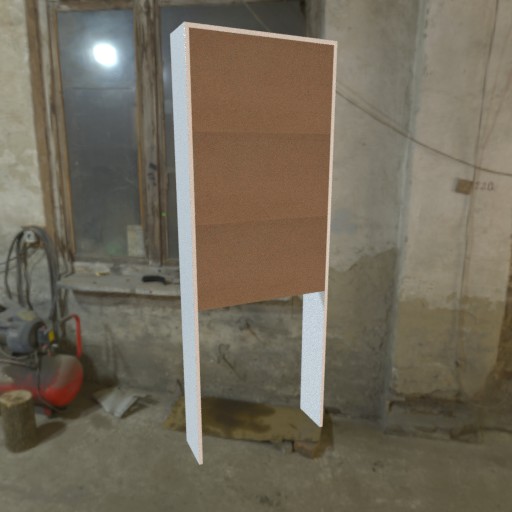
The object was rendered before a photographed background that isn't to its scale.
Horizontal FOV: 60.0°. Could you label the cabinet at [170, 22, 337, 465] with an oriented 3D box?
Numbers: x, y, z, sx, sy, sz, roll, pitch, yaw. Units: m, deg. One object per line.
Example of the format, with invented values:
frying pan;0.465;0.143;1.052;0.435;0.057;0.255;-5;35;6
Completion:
cabinet;0.000;0.000;1.955;0.643;1.770;0.192;-6;15;-25
